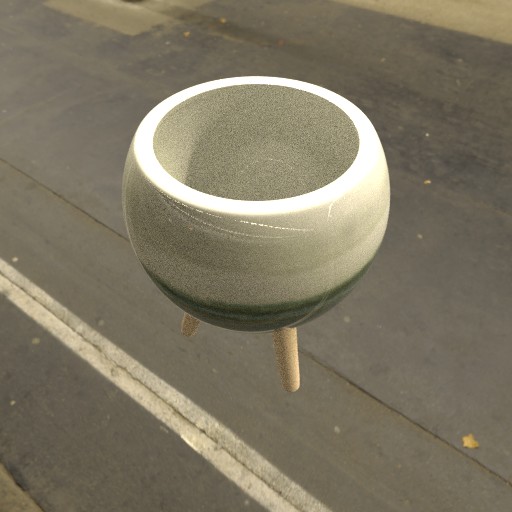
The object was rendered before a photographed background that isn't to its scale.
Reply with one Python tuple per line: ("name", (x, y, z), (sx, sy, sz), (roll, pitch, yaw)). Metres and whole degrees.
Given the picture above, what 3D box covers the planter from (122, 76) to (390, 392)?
("planter", (0.000, 0.000, 0.436), (0.222, 0.278, 0.222), (0, 48, 0))
